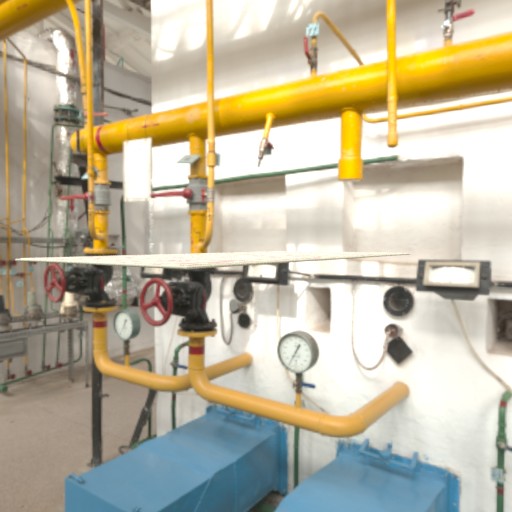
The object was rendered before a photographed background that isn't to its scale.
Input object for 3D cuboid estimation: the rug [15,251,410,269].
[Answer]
[{"bbox_3d":[0.000,0.000,1.417,0.604,0.007,1.219,1,2,36],"label":"rug"}]
